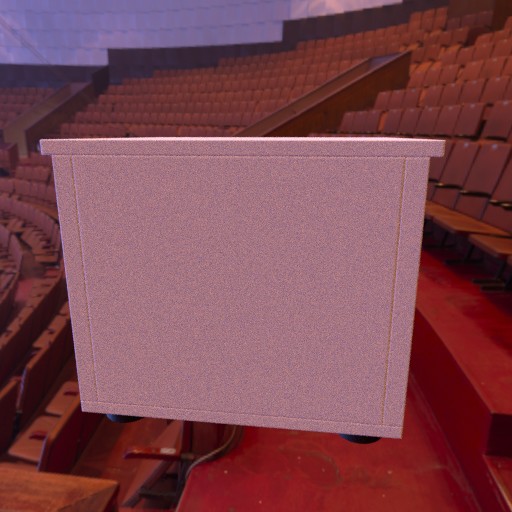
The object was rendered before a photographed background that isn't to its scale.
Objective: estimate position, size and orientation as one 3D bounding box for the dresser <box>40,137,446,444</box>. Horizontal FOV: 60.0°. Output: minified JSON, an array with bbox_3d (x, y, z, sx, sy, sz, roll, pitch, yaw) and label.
[{"bbox_3d":[0.000,0.000,0.701,0.430,0.360,0.400,2,15,7],"label":"dresser"}]
